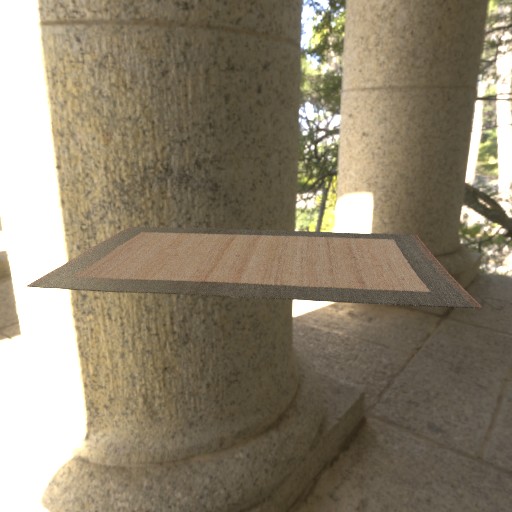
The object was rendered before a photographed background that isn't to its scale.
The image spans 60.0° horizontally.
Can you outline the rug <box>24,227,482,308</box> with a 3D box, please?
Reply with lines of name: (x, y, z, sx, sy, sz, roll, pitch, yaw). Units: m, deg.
rug: (0.000, 0.000, 3.028, 2.435, 0.006, 1.521, 2, 17, 7)
